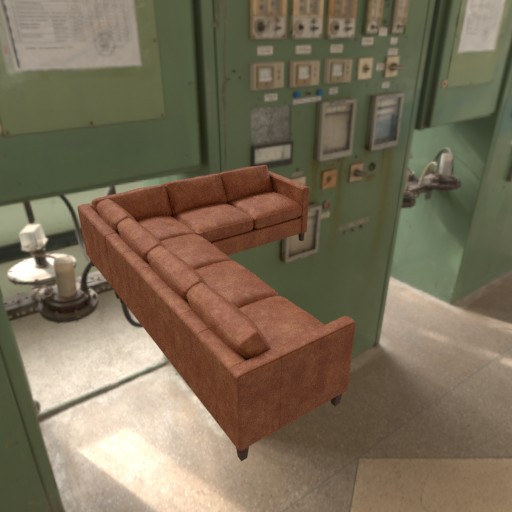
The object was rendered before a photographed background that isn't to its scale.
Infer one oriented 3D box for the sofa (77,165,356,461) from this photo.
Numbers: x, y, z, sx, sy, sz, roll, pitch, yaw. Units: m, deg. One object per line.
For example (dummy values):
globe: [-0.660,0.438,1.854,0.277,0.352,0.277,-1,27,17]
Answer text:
sofa: [0.000,0.000,4.240,2.438,0.838,3.167,-17,32,-30]
